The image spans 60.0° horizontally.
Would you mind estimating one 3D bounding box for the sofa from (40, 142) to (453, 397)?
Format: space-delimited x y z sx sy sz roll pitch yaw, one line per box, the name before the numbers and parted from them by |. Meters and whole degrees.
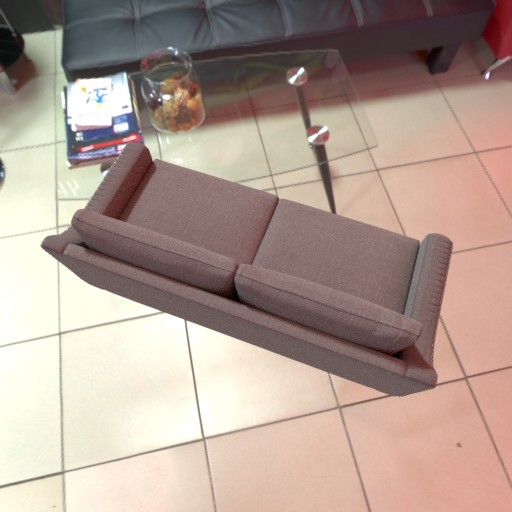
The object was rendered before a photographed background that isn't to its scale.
sofa | 0.000 0.000 2.745 2.208 0.857 1.000 18 64 9
